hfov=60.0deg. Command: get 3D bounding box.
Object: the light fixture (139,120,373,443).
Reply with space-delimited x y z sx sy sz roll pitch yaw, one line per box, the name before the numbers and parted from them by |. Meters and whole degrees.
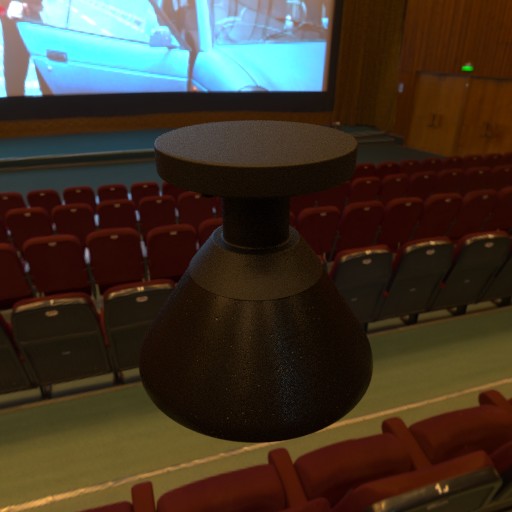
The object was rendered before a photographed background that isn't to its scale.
light fixture | 0.000 0.000 0.349 0.200 0.183 0.200 0 27 0
